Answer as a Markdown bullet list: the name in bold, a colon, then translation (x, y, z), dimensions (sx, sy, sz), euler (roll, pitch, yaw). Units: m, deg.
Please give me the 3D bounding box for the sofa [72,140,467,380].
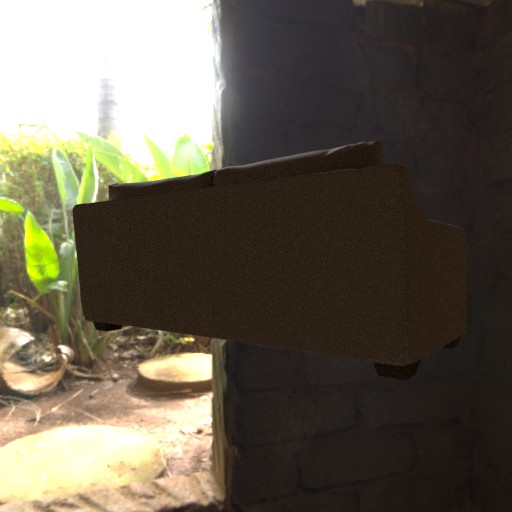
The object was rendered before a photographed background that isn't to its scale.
- **sofa**: translation (0.000, 0.000, 2.457), dimensions (1.967, 0.901, 1.030), euler (0, 0, 37)
